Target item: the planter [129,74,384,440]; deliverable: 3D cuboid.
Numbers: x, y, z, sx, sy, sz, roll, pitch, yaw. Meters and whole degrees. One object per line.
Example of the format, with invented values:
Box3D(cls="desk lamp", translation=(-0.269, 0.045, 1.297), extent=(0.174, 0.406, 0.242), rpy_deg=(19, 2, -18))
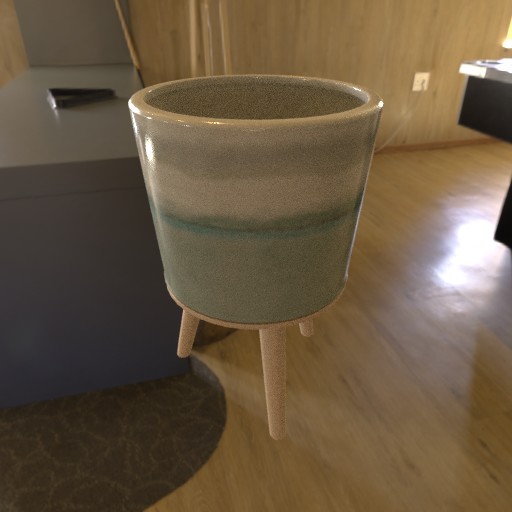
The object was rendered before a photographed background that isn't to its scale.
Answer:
Box3D(cls="planter", translation=(0.000, 0.000, 0.574), extent=(0.265, 0.404, 0.265), rpy_deg=(0, 30, -1))
